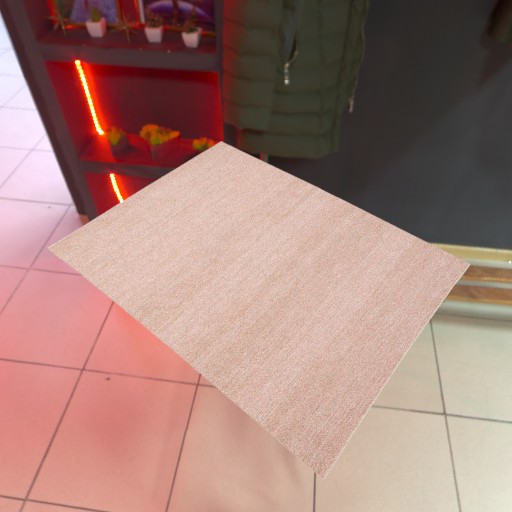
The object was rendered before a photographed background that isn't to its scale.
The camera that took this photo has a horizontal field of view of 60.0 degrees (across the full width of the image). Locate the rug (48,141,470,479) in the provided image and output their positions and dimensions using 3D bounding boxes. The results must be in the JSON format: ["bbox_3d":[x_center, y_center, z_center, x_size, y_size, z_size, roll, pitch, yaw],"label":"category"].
[{"bbox_3d":[0.000,0.000,4.182,3.202,0.045,2.434,32,55,26],"label":"rug"}]
